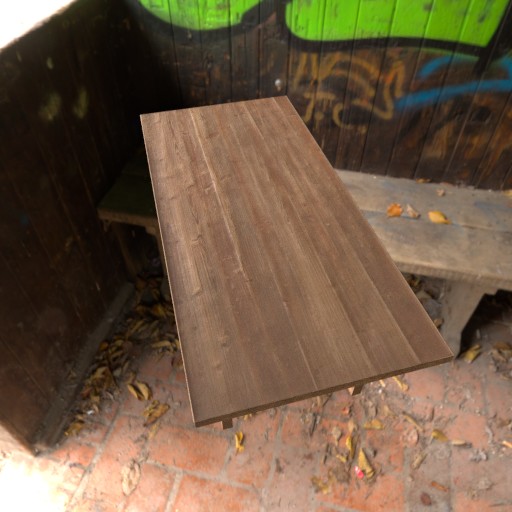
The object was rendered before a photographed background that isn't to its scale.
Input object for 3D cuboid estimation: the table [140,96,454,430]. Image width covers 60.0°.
[{"bbox_3d":[0.000,0.000,2.454,0.952,0.760,2.003,-11,48,-10],"label":"table"}]
